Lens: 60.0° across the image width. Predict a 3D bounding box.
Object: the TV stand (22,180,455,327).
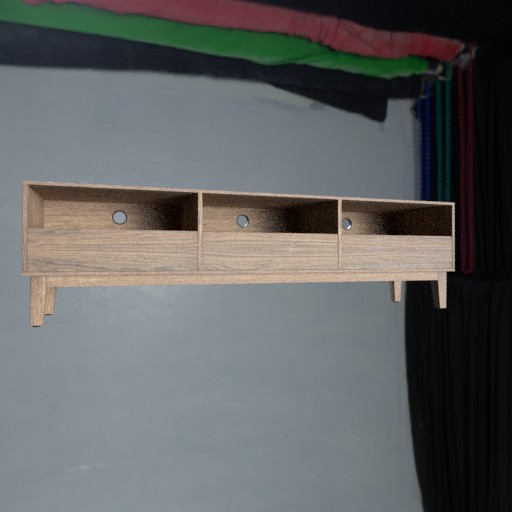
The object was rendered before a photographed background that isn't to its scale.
[{"bbox_3d":[0.000,0.000,1.630,1.482,0.409,0.366,0,0,-19],"label":"TV stand"}]
